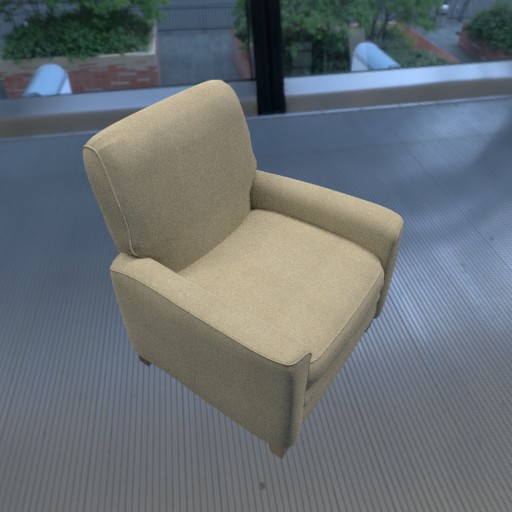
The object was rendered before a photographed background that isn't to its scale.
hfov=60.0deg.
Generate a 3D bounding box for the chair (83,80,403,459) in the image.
[{"bbox_3d":[0.000,0.000,1.631,0.853,1.006,0.850,25,47,26],"label":"chair"}]
